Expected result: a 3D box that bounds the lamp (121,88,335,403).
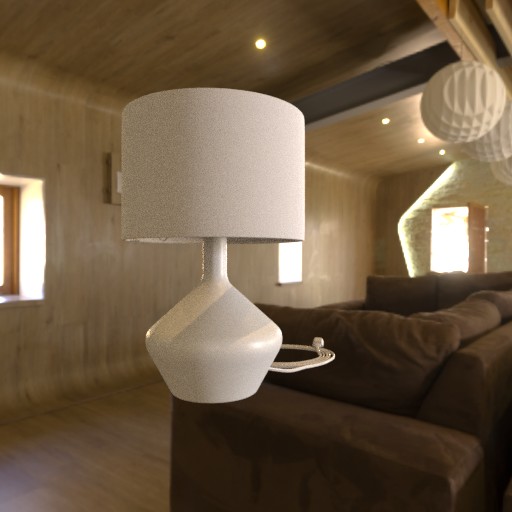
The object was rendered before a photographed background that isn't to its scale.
[{"bbox_3d":[0.000,0.000,0.865,0.546,0.457,0.401,0,0,-36],"label":"lamp"}]
